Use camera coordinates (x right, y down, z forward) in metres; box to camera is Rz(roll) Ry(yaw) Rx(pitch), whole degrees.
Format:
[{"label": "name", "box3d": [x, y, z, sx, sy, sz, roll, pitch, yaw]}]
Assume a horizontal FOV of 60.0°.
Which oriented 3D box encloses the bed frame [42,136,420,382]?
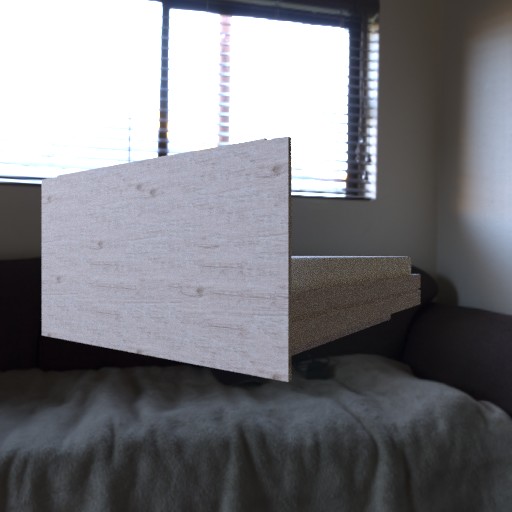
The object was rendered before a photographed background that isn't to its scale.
[{"label": "bed frame", "box3d": [0.000, 0.000, 3.068, 1.750, 0.970, 2.080, 0, 0, 35]}]
